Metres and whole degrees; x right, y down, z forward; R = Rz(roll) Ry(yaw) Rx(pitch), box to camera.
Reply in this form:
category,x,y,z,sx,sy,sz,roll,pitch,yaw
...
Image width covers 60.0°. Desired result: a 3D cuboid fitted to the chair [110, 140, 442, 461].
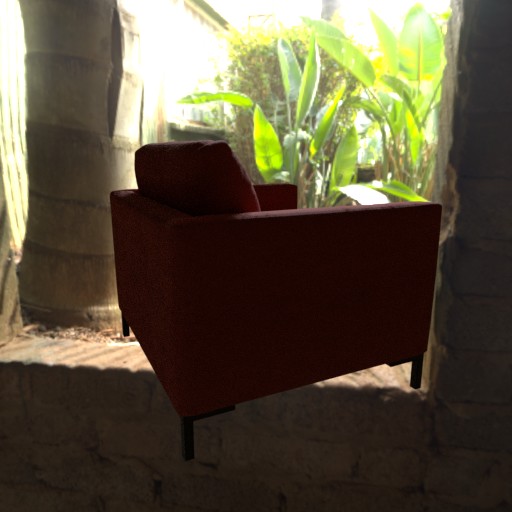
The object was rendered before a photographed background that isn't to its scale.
category,x,y,z,sx,sy,sz,roll,pitch,yaw
chair,0.000,0.000,1.626,0.875,0.812,0.964,-7,15,-25
